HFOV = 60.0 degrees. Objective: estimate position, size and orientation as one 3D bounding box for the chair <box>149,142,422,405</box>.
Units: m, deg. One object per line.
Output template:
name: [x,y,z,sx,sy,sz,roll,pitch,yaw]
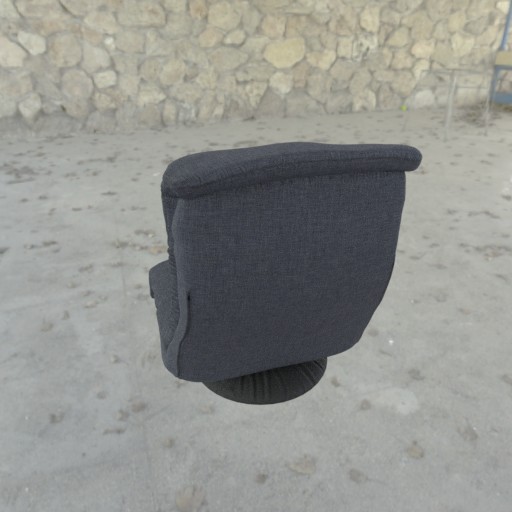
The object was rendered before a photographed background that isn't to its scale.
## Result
chair: [0.000,0.000,1.270,0.597,0.749,0.668,-8,28,-16]
